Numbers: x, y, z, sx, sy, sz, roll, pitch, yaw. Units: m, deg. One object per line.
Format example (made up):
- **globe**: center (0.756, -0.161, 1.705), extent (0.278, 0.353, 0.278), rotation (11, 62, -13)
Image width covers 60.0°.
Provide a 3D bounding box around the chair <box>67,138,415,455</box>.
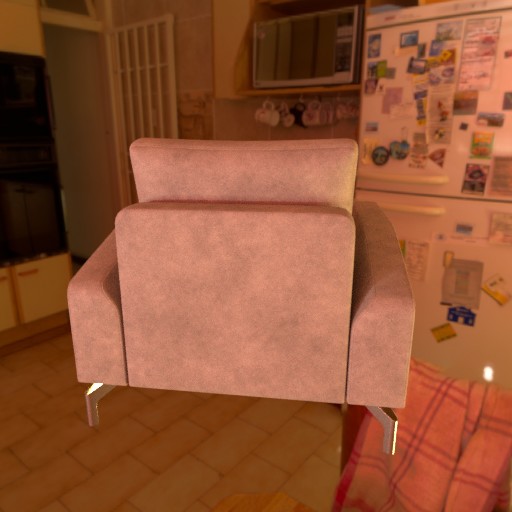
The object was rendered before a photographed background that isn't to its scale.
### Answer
- **chair**: center (0.000, 0.000, 1.533), extent (0.900, 0.800, 0.900), rotation (2, 16, 8)
